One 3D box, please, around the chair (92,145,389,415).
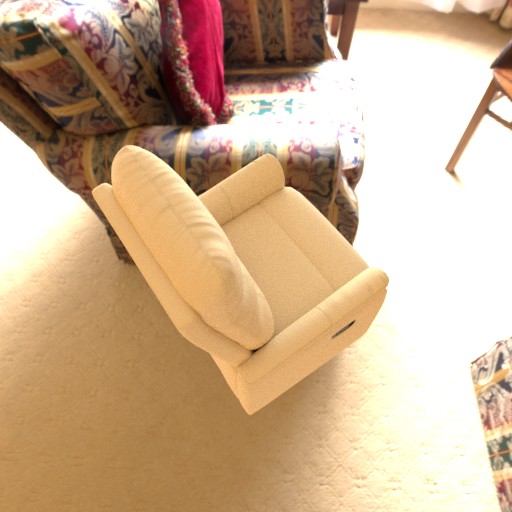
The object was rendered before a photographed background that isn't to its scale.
[{"bbox_3d":[0.000,0.000,1.669,0.831,1.082,0.775,-30,63,-17],"label":"chair"}]
